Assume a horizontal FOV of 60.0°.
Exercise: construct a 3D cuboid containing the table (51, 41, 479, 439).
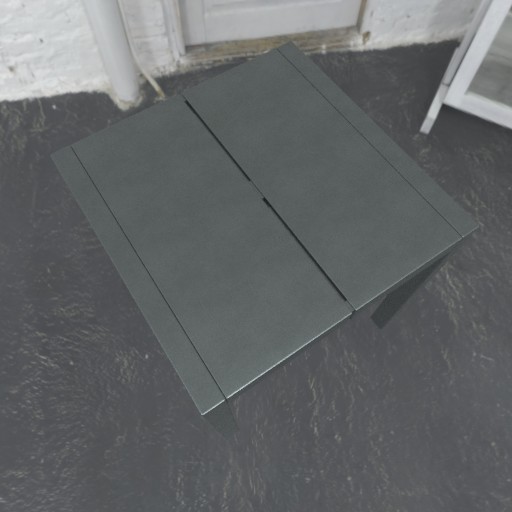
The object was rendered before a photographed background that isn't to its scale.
[{"bbox_3d":[0.000,0.000,0.952,0.508,0.508,0.508,-31,68,-14],"label":"table"}]
